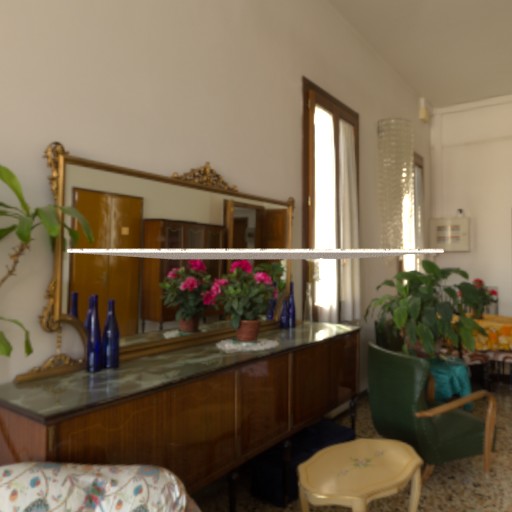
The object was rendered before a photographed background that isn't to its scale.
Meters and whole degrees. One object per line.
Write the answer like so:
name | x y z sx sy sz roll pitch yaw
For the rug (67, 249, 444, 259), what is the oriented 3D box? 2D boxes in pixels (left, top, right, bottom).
rug | 0.000 0.000 2.926 1.521 0.015 2.280 0 -1 0
